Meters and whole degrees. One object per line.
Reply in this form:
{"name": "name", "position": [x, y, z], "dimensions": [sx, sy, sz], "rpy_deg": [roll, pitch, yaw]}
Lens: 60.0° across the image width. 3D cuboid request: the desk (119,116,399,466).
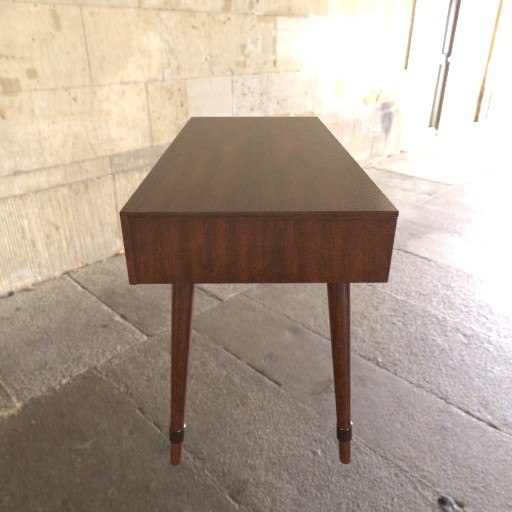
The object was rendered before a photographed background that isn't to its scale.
{"name": "desk", "position": [0.000, 0.000, 2.093], "dimensions": [0.734, 1.031, 1.577], "rpy_deg": [0, 26, -1]}
